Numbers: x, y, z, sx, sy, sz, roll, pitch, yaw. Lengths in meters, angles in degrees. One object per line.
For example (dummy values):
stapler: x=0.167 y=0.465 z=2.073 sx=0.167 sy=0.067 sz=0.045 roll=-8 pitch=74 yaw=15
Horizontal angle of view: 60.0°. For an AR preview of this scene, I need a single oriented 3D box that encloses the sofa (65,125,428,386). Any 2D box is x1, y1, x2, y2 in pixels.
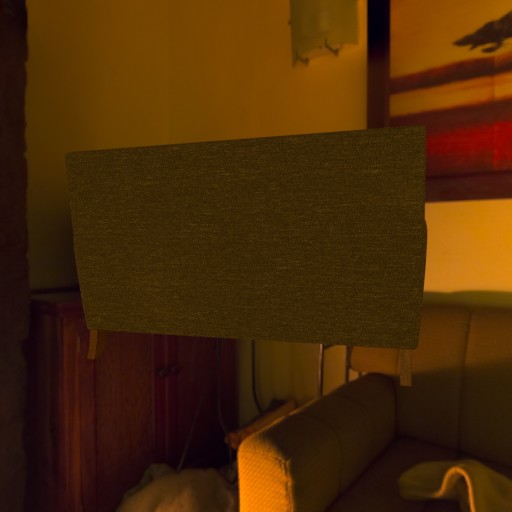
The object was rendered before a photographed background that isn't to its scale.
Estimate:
sofa: x=0.000 y=0.000 z=2.079 sx=1.509 sy=0.905 sz=0.867 roll=0 pitch=1 yaw=17
